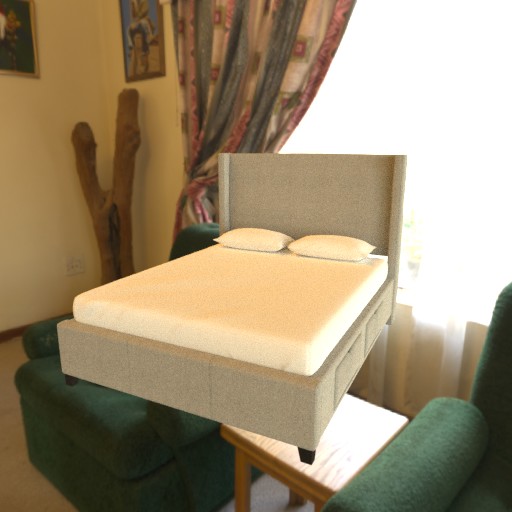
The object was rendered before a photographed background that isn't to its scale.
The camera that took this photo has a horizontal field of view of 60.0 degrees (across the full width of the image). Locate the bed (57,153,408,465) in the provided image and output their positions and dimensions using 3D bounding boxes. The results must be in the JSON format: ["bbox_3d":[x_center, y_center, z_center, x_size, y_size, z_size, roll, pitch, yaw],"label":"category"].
[{"bbox_3d":[0.000,0.000,3.346,1.774,1.491,2.222,7,15,26],"label":"bed"}]
